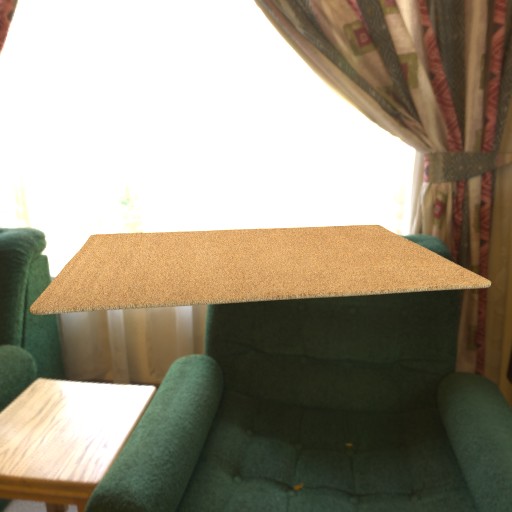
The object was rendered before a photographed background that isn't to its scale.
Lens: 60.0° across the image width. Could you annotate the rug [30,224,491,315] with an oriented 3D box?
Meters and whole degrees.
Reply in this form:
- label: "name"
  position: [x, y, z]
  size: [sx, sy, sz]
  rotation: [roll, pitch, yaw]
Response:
- label: "rug"
  position: [0.000, 0.000, 2.899]
  size: [2.349, 0.025, 1.500]
  rotation: [-3, 17, -9]
